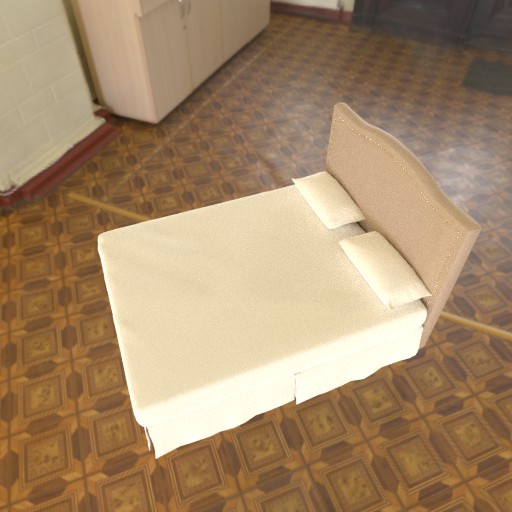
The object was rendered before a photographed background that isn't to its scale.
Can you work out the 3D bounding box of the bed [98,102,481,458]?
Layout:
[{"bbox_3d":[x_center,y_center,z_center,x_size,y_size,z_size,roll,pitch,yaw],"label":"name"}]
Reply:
[{"bbox_3d":[0.000,0.000,3.383,2.282,1.436,1.821,-16,48,-15],"label":"bed"}]
